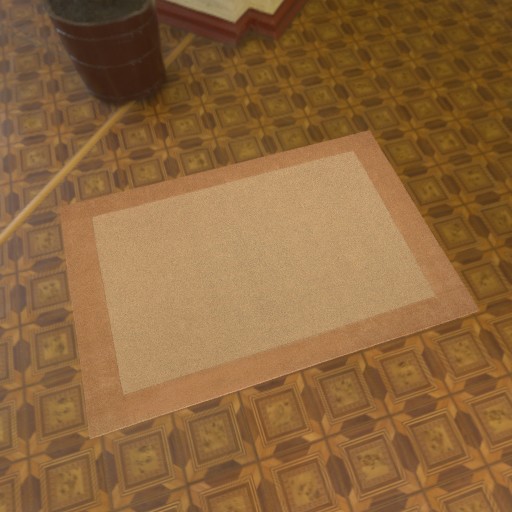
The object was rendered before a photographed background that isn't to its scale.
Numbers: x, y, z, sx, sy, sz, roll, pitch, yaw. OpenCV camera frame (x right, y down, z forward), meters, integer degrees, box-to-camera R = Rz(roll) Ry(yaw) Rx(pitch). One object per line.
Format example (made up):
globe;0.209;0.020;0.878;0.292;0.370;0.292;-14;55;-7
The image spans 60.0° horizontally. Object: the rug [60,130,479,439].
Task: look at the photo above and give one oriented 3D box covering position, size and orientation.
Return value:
rug;0.000;0.000;2.241;1.829;0.014;1.219;-16;62;-9
